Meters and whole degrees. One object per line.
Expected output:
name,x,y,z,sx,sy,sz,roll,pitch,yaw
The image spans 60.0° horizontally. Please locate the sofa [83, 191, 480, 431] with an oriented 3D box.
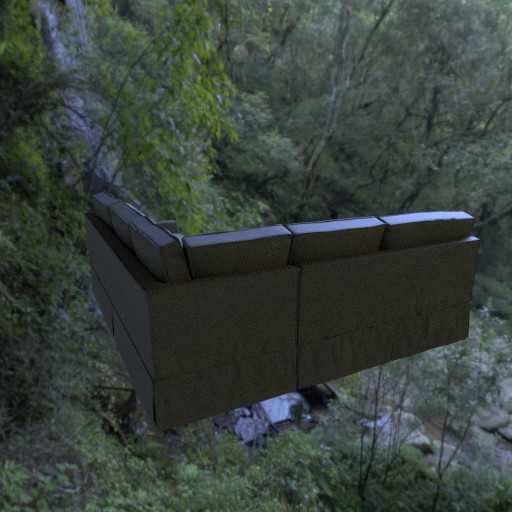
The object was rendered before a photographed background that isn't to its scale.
sofa,0.000,0.000,4.025,2.618,1.081,2.623,-8,18,-26
